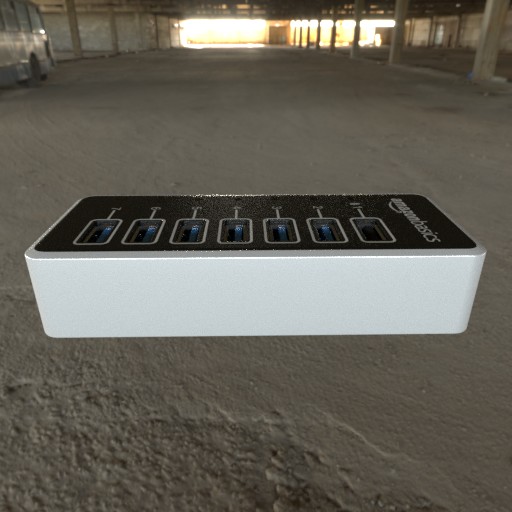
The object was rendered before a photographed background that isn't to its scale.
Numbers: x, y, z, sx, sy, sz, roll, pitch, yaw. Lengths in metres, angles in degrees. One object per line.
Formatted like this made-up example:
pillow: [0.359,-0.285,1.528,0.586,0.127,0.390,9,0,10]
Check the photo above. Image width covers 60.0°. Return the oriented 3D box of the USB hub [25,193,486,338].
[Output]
USB hub: [0.000,0.000,0.126,0.110,0.023,0.044,0,27,-1]
